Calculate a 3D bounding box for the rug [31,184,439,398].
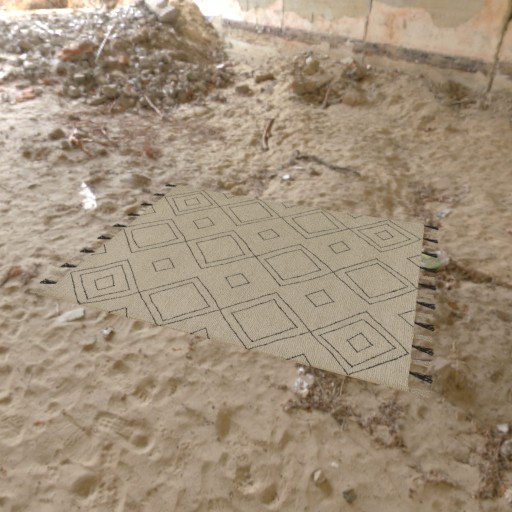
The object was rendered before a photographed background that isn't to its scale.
[{"bbox_3d":[0.000,0.000,4.179,3.221,0.026,2.342,11,35,17],"label":"rug"}]
